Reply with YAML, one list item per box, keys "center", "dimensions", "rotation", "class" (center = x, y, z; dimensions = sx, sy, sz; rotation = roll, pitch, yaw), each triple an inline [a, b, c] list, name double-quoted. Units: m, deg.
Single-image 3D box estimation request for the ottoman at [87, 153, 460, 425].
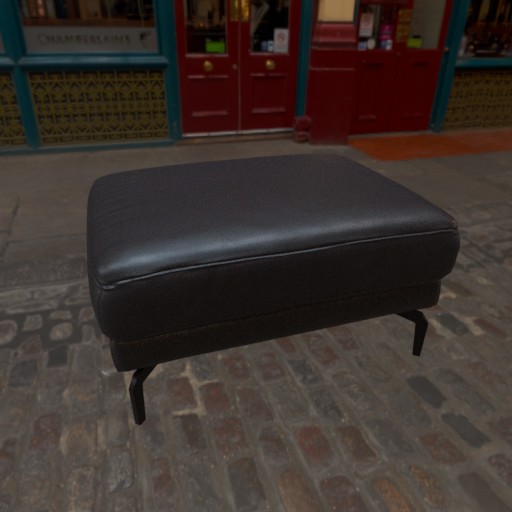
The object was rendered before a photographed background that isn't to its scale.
- center: [0.000, 0.000, 1.108]
  dimensions: [0.764, 0.402, 0.570]
  rotation: [-9, 29, -16]
  class: "ottoman"
